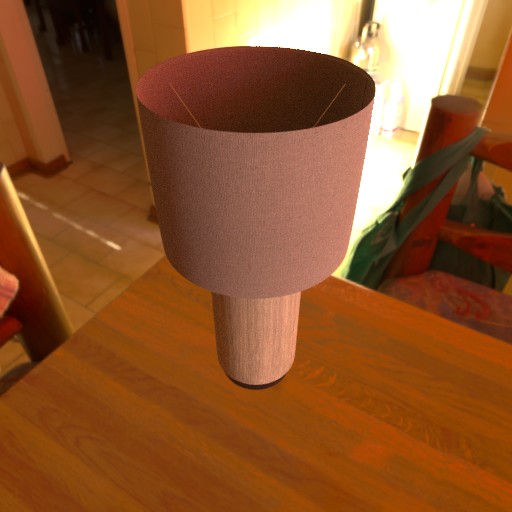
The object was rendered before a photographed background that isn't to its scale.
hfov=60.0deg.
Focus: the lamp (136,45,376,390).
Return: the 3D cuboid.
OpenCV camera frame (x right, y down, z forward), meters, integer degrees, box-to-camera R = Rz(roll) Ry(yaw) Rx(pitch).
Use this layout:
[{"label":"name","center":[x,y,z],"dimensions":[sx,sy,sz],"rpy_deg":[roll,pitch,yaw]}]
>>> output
[{"label":"lamp","center":[0.000,0.000,0.570],"dimensions":[0.228,0.444,0.228],"rpy_deg":[1,41,1]}]
